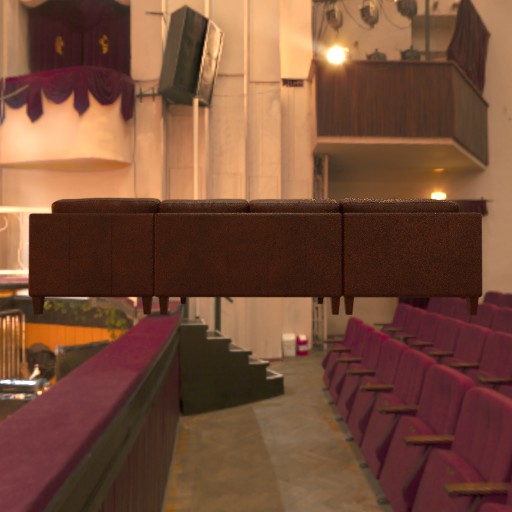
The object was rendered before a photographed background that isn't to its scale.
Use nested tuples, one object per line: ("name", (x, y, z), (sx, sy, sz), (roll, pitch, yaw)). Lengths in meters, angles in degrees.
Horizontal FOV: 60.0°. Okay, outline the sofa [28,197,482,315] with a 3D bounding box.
("sofa", (0.000, 0.000, 4.450), (3.324, 0.891, 2.452), (0, -1, 1))
